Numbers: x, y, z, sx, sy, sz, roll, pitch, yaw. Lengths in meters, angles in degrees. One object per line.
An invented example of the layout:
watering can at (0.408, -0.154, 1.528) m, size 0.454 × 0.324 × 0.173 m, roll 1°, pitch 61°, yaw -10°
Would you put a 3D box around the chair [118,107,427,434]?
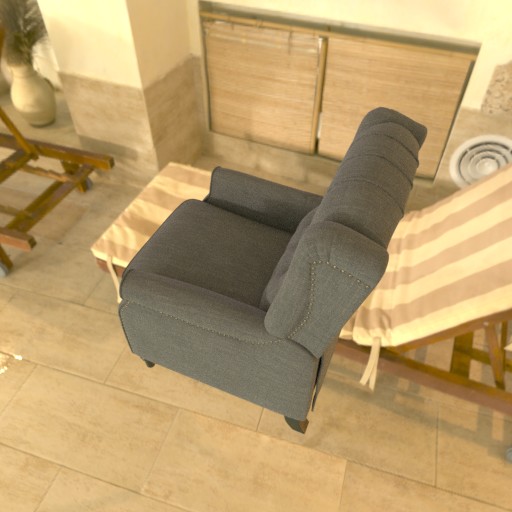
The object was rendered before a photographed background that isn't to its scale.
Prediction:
chair at (0.000, 0.000, 1.606) m, size 0.898 × 1.035 × 0.742 m, roll 17°, pitch 48°, yaw 16°
